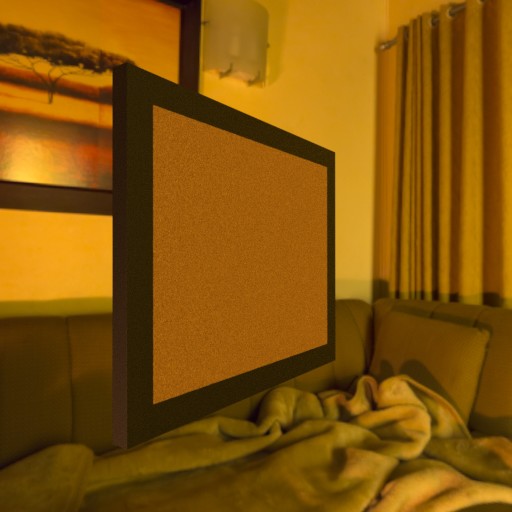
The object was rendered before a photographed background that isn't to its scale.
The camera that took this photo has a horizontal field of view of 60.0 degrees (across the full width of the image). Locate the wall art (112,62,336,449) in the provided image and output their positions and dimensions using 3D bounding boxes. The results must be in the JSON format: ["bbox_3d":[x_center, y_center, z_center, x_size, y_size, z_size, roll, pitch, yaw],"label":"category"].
[{"bbox_3d":[0.000,0.000,0.760,0.028,0.460,0.561,0,0,36],"label":"wall art"}]
